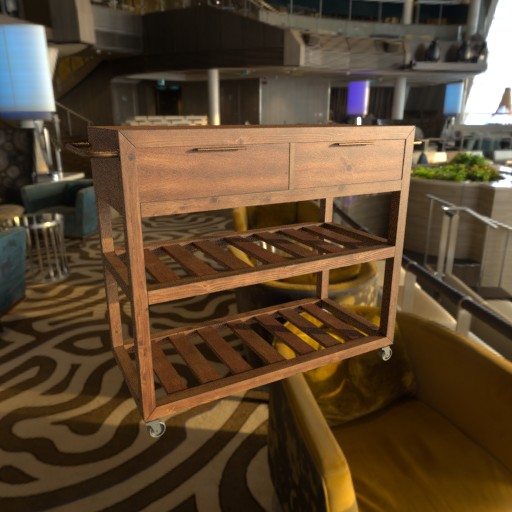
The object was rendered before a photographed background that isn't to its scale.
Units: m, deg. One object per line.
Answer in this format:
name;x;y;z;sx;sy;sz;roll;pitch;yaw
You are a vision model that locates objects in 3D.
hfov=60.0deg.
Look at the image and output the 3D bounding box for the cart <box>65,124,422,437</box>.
cart;0.000;0.000;1.476;1.065;0.830;0.445;-9;20;-27
